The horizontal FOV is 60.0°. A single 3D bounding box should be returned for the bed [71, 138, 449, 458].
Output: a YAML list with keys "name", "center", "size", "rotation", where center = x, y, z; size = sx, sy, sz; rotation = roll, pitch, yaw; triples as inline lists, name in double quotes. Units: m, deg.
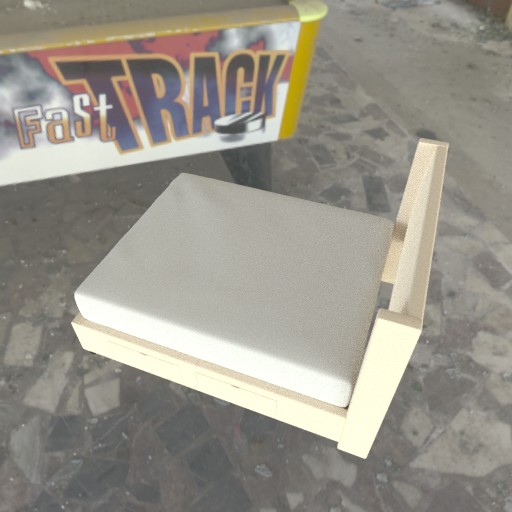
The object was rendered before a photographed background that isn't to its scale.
- name: "bed"
  center: [0.000, 0.000, 3.381]
  size: [2.280, 1.471, 1.765]
  rotation: [15, 46, 15]
